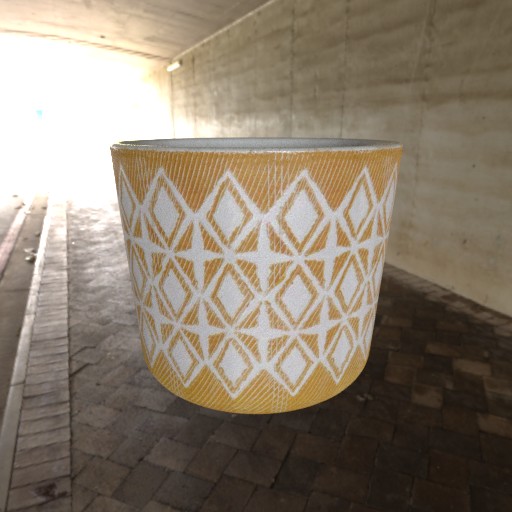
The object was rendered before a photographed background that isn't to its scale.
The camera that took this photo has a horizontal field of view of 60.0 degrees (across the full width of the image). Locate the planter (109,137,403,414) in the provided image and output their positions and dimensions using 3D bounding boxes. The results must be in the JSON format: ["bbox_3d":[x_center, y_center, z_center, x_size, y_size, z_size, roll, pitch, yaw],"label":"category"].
[{"bbox_3d":[0.000,0.000,0.328,0.193,0.165,0.193,0,16,0],"label":"planter"}]
